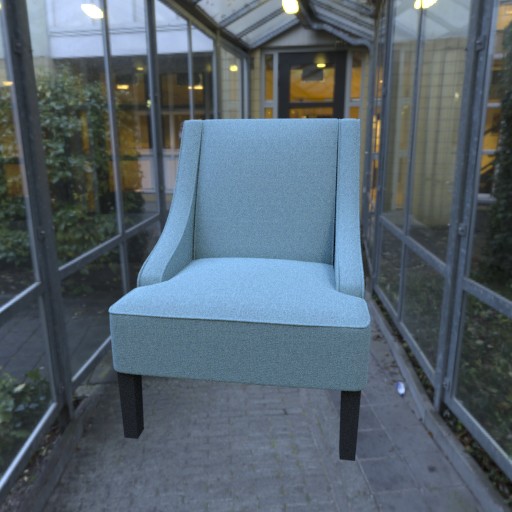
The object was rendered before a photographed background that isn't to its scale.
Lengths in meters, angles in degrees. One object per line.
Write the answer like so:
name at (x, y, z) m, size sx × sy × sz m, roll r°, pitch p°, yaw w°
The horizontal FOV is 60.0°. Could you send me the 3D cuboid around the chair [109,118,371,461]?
chair at (0.000, 0.000, 1.841) m, size 0.857 × 1.133 × 1.025 m, roll 2°, pitch 14°, yaw 8°
